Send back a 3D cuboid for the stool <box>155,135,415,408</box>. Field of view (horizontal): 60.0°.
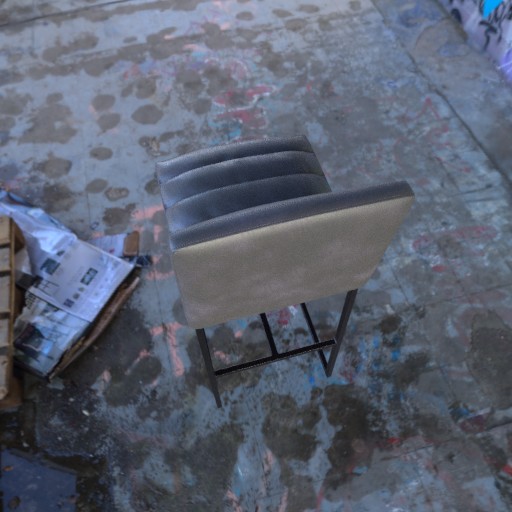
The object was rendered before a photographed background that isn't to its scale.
[{"bbox_3d":[0.000,0.000,1.321,0.463,1.065,0.562,-13,59,-8],"label":"stool"}]
